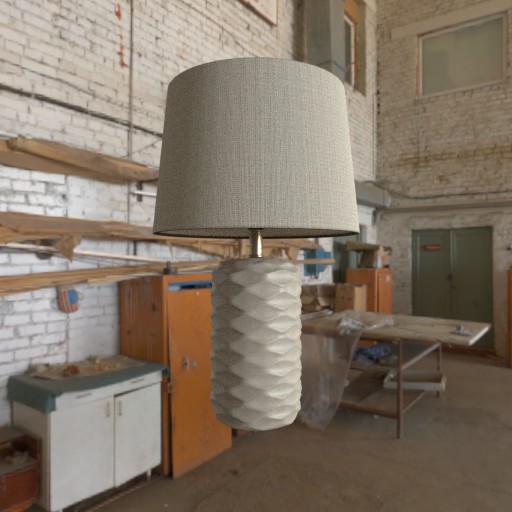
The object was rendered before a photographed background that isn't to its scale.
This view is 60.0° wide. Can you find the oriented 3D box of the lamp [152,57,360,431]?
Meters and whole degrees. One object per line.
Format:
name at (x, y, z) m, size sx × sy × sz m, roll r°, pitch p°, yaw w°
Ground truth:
lamp at (0.000, 0.000, 0.824) m, size 0.376 × 0.594 × 0.376 m, roll 0°, pitch 0°, yaw 0°
